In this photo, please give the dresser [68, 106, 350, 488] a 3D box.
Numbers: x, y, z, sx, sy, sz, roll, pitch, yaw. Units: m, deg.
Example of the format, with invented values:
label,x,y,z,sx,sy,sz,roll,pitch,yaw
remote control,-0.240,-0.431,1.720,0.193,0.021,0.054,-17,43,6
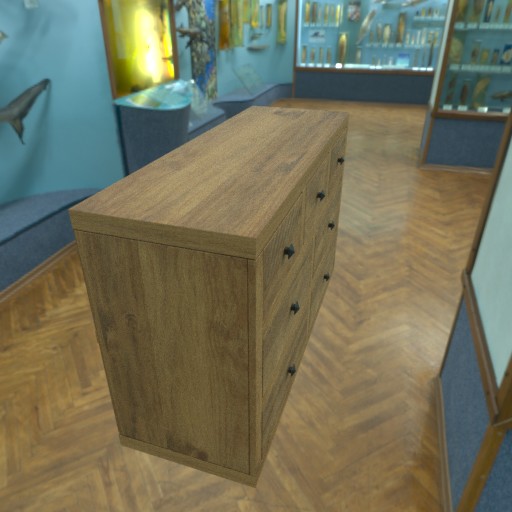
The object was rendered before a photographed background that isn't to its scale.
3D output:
label,x,y,z,sx,sy,sz,roll,pitch,yaw
dresser,0.000,0.000,1.645,0.479,0.825,1.261,9,31,16
